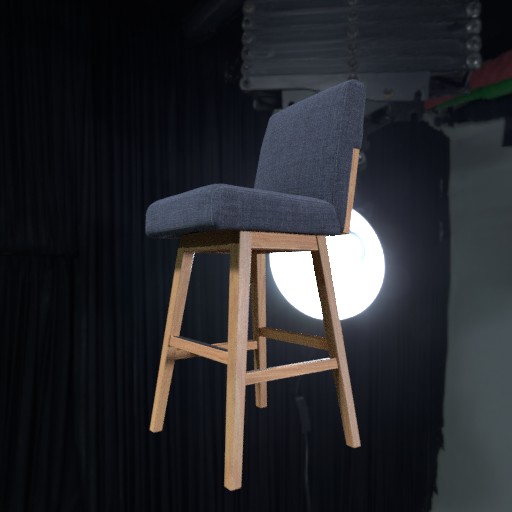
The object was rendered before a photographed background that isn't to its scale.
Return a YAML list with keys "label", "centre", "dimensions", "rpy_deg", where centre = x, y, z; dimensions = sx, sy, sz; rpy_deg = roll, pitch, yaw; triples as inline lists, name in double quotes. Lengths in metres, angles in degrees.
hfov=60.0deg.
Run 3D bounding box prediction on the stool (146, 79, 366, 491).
- label: "stool"
  centre: [0.000, 0.000, 1.381]
  dimensions: [0.570, 1.112, 0.483]
  rpy_deg: [1, -2, -36]
